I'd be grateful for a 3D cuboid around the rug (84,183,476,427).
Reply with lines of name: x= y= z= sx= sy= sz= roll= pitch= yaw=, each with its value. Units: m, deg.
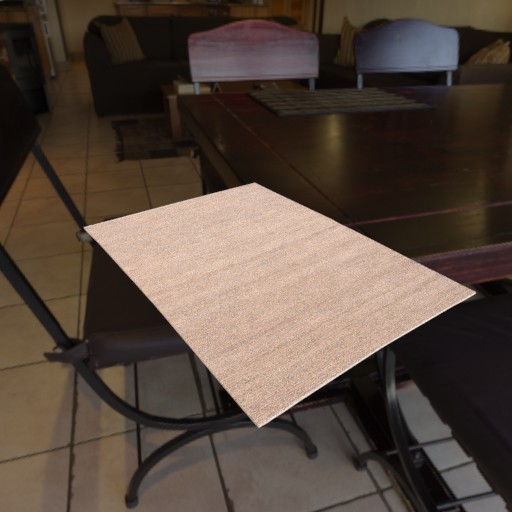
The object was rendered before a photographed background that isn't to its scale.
rug: x=0.000 y=0.000 z=3.013 sx=1.624 sy=0.030 sz=2.264 roll=-20 pitch=36 yaw=-31
